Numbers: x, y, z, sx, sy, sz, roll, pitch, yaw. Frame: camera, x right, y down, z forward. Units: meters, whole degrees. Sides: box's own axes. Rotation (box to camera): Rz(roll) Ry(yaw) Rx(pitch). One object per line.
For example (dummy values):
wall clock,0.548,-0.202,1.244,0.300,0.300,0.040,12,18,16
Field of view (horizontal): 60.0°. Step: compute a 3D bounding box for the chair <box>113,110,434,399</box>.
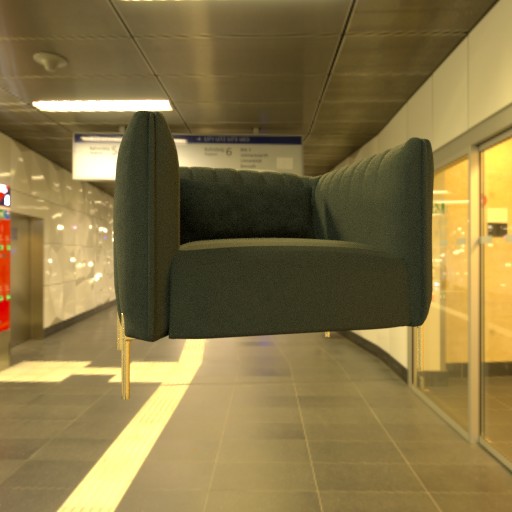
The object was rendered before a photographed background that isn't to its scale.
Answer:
chair,0.000,0.000,1.690,1.032,0.794,0.877,0,0,-18
